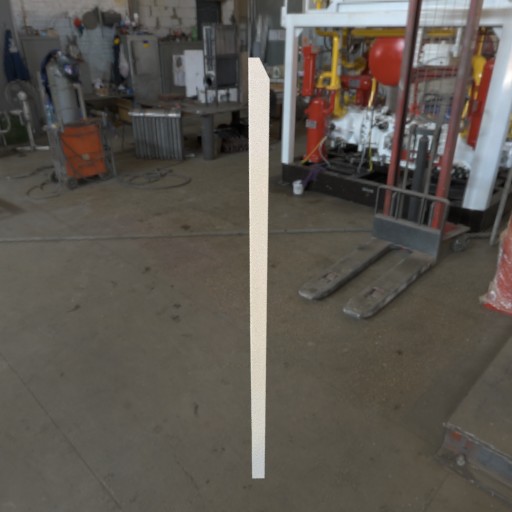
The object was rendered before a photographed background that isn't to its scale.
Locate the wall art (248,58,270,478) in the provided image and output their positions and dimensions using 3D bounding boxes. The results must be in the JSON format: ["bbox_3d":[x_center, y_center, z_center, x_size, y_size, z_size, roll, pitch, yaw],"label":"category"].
[{"bbox_3d":[0.000,0.000,1.443,0.038,1.143,0.764,0,27,-1],"label":"wall art"}]
